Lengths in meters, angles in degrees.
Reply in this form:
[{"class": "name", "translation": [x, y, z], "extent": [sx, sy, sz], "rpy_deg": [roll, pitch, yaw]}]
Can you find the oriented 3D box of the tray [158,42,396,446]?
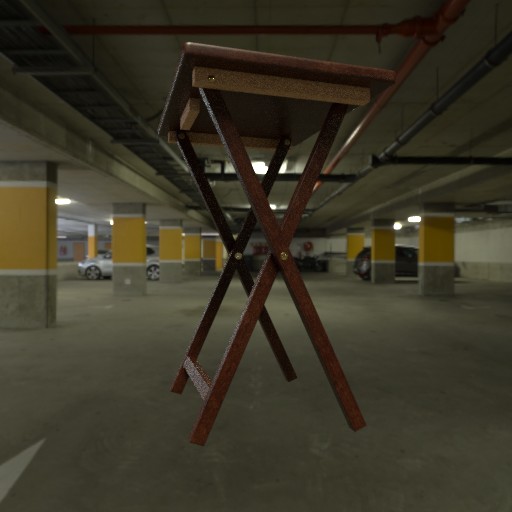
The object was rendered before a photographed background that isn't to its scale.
[{"class": "tray", "translation": [0.000, 0.000, 0.964], "extent": [0.381, 0.660, 0.483], "rpy_deg": [0, 0, -17]}]
